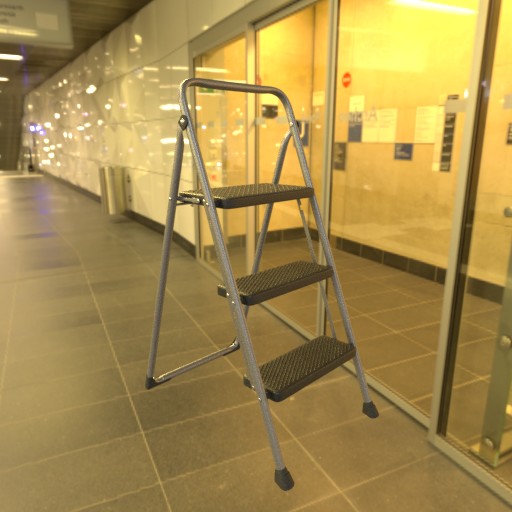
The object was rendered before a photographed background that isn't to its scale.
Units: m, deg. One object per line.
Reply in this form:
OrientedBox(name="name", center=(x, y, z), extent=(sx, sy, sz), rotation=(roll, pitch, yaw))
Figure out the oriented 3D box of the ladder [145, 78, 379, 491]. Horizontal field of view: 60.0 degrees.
OrientedBox(name="ladder", center=(0.000, 0.000, 1.273), extent=(0.629, 0.945, 0.430), rotation=(14, 21, 43))
